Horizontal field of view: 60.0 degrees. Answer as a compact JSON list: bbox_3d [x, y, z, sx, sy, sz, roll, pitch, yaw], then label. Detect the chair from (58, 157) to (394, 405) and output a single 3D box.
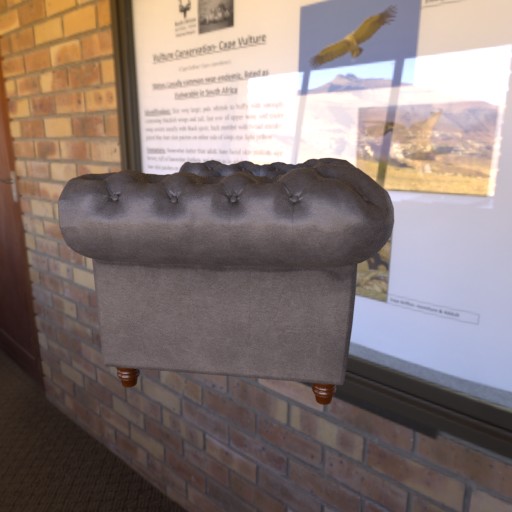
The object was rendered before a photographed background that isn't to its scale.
[{"bbox_3d":[0.000,0.000,1.842,0.943,0.780,1.298,2,14,9],"label":"chair"}]
